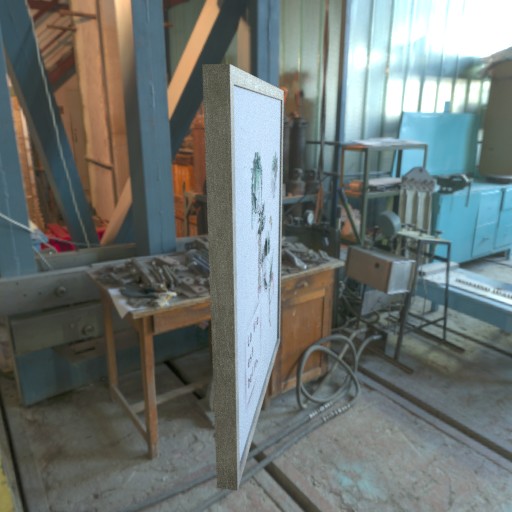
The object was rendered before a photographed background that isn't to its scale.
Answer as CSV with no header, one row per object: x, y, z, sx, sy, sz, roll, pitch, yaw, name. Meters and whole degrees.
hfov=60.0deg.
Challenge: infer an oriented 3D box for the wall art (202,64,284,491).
0.000,0.000,0.711,0.032,0.521,0.421,3,17,10,wall art
